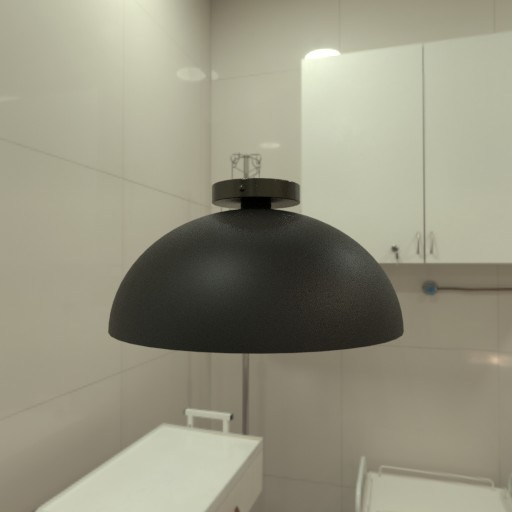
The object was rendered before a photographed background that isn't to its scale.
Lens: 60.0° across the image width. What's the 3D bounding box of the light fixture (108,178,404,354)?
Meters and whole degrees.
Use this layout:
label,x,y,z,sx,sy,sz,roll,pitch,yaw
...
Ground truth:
label,x,y,z,sx,sy,sz,roll,pitch,yaw
light fixture,0.000,0.000,0.563,0.355,0.177,0.355,0,-1,0
